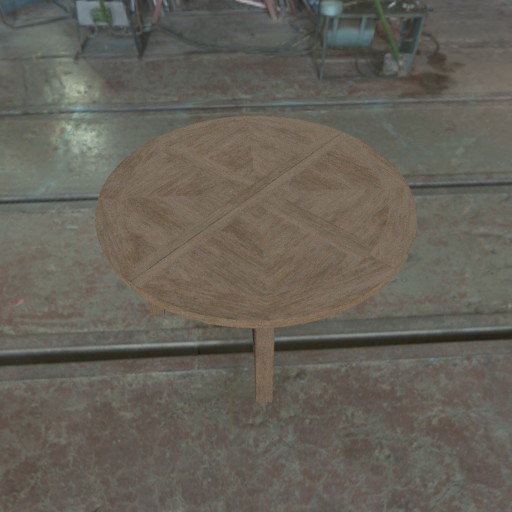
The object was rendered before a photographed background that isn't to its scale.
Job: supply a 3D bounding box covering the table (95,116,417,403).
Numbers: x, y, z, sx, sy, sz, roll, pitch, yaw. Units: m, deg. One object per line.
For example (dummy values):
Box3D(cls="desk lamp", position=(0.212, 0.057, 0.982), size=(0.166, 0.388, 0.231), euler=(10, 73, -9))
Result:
Box3D(cls="table", position=(0.000, 0.000, 2.144), size=(1.319, 0.762, 1.319), euler=(0, 46, 0))
